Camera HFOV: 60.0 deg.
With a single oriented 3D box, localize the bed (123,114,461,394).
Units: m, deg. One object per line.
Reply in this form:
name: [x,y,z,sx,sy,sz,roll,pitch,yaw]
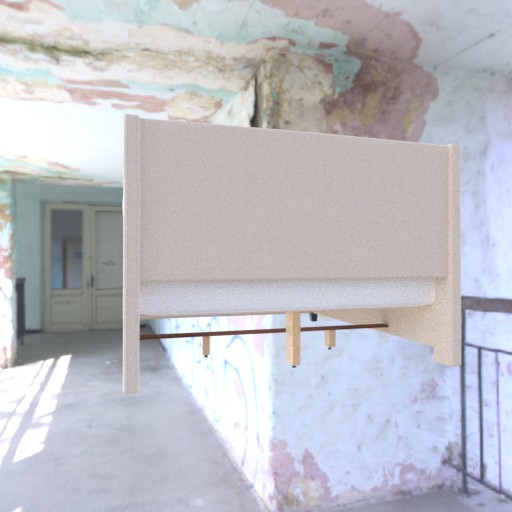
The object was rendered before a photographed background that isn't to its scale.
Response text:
bed: [0.000,0.000,3.709,2.145,1.471,2.293,0,0,-17]
